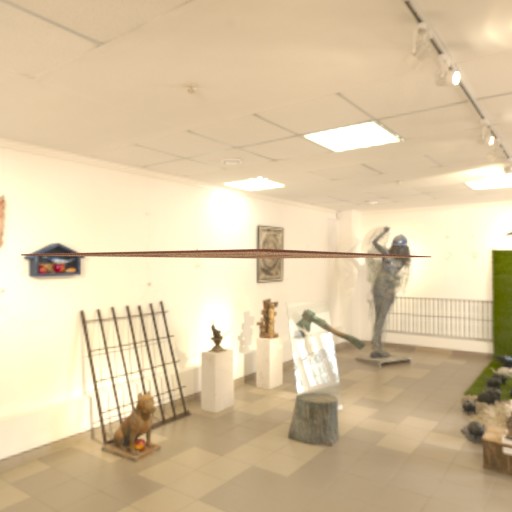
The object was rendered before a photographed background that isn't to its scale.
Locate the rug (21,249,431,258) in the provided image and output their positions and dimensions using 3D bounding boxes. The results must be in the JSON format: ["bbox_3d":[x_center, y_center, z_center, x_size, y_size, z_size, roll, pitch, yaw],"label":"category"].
[{"bbox_3d":[0.000,0.000,4.187,2.381,0.013,3.197,-1,-1,36],"label":"rug"}]
